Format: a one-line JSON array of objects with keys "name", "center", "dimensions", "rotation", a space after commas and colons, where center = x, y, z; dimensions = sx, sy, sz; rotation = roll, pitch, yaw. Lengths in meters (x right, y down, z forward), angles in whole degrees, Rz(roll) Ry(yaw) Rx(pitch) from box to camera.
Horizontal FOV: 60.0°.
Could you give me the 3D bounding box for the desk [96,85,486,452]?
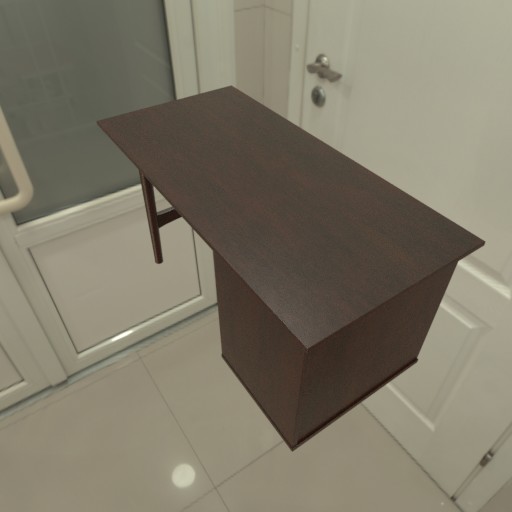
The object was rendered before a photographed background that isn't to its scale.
[{"name": "desk", "center": [0.000, 0.000, 1.699], "dimensions": [0.612, 0.758, 1.277], "rotation": [-25, 48, -25]}]
